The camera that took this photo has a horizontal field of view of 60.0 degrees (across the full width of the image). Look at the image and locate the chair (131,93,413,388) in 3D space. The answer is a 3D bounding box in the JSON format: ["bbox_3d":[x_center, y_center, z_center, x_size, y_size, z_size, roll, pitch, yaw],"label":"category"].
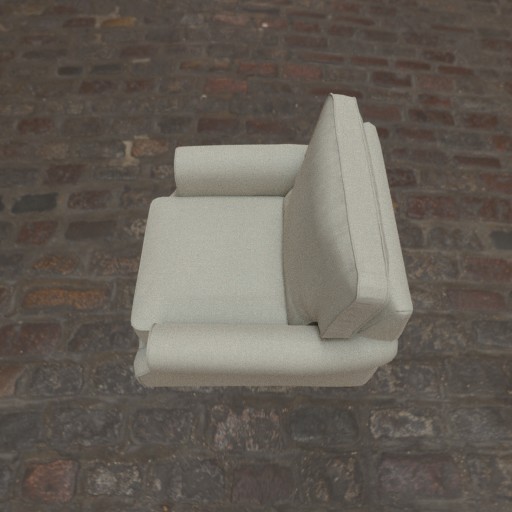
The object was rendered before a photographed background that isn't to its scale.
[{"bbox_3d":[0.000,0.000,1.788,0.966,0.967,1.029,0,57,0],"label":"chair"}]
